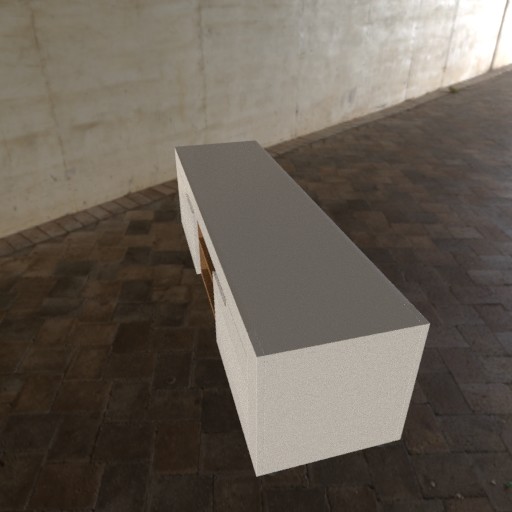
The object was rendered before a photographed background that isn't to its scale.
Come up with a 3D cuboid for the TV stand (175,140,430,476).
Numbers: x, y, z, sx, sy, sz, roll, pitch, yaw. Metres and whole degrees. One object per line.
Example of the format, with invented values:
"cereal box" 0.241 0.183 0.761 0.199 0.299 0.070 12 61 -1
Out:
"TV stand" 0.000 0.000 1.696 0.410 0.440 1.500 -8 32 -13
